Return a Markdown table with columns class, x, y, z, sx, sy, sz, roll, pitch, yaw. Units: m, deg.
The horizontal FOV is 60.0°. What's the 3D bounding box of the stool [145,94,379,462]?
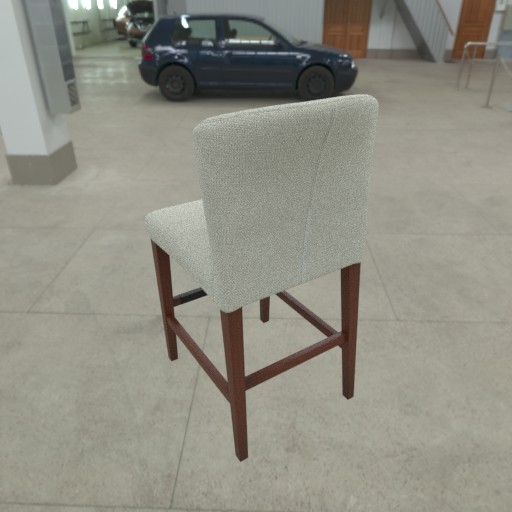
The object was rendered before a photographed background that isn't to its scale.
| class | x | y | z | sx | sy | sz | roll | pitch | yaw |
| --- | --- | --- | --- | --- | --- | --- | --- | --- | --- |
| stool | 0.000 | 0.000 | 1.312 | 0.481 | 0.969 | 0.568 | -18 | 34 | -29 |
